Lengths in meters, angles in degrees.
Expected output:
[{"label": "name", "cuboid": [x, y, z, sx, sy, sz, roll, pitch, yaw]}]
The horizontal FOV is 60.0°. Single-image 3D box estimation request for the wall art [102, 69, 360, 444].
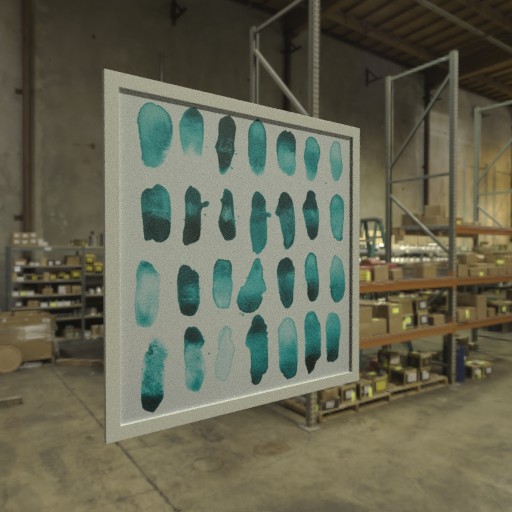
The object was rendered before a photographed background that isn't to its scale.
[{"label": "wall art", "cuboid": [0.000, 0.000, 1.200, 0.812, 0.813, 0.013, -1, 1, -36]}]
